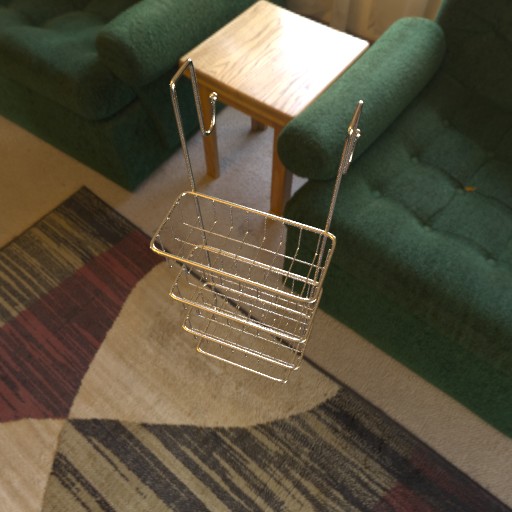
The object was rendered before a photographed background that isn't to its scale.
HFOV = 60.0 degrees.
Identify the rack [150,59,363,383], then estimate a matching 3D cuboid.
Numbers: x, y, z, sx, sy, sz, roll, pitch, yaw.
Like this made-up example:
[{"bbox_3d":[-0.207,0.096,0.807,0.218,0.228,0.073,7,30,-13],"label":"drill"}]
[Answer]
[{"bbox_3d":[0.000,0.000,0.687,0.228,0.574,0.202,18,60,11],"label":"rack"}]
